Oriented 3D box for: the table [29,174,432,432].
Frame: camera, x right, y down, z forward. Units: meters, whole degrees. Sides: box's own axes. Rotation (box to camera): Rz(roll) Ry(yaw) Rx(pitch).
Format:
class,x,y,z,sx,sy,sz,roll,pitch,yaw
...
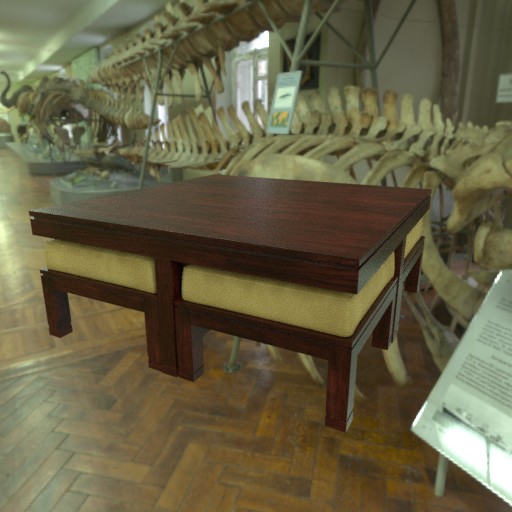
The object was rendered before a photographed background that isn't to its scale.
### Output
class,x,y,z,sx,sy,sz,roll,pitch,yaw
table,0.000,0.000,1.363,0.865,0.356,0.865,9,20,27
